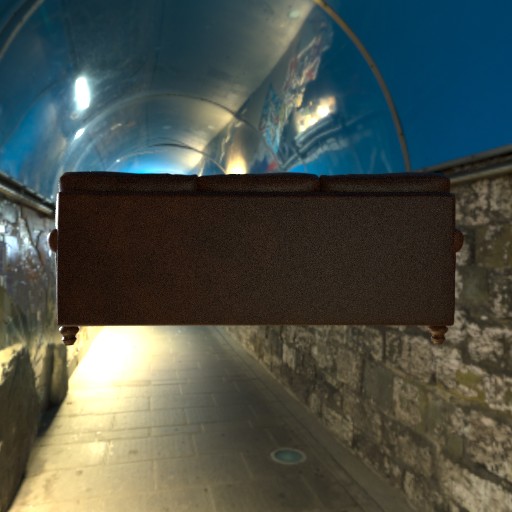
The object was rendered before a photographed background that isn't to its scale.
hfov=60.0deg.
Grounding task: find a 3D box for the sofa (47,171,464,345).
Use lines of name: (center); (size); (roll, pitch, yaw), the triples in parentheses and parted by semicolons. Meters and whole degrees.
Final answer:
sofa: (0.000, 0.000, 2.853); (2.351, 0.977, 0.973); (0, 0, -1)
